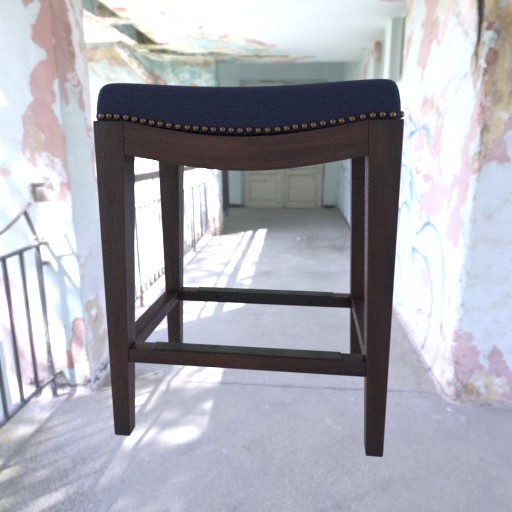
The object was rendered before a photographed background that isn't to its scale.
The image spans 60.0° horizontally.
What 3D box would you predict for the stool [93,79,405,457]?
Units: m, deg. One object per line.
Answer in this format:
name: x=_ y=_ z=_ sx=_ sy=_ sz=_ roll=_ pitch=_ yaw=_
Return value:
stool: x=0.000 y=0.000 z=0.911 sx=0.500 sy=0.642 sz=0.361 roll=2 pitch=15 yaw=7
